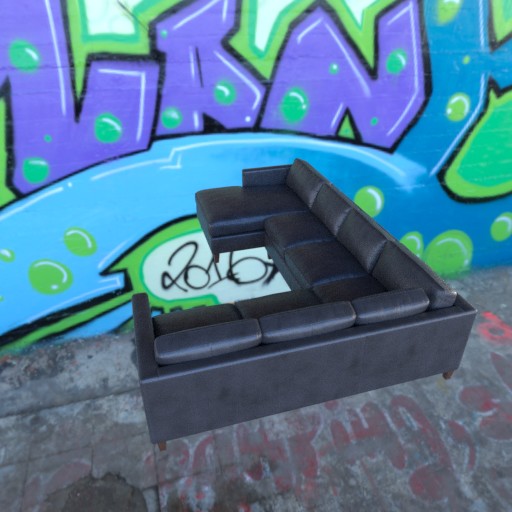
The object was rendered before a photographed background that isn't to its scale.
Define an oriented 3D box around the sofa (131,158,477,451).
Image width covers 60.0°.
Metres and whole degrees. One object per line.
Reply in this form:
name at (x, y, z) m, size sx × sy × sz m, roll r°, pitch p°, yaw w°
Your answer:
sofa at (0.000, 0.000, 4.476) m, size 2.452 × 0.891 × 3.324 m, roll -9°, pitch 33°, yaw -14°
